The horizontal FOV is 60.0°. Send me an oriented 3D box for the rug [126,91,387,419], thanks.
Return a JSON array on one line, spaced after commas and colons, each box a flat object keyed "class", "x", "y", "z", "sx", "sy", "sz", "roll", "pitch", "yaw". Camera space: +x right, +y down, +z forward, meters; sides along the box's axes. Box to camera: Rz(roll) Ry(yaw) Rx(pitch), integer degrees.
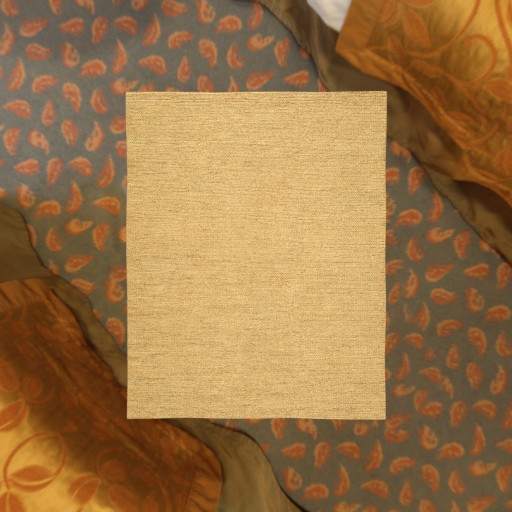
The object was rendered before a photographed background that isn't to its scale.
[{"class": "rug", "x": 0.000, "y": 0.000, "z": 4.106, "sx": 2.406, "sy": 0.012, "sz": 3.034, "roll": 0, "pitch": 91, "yaw": 0}]
